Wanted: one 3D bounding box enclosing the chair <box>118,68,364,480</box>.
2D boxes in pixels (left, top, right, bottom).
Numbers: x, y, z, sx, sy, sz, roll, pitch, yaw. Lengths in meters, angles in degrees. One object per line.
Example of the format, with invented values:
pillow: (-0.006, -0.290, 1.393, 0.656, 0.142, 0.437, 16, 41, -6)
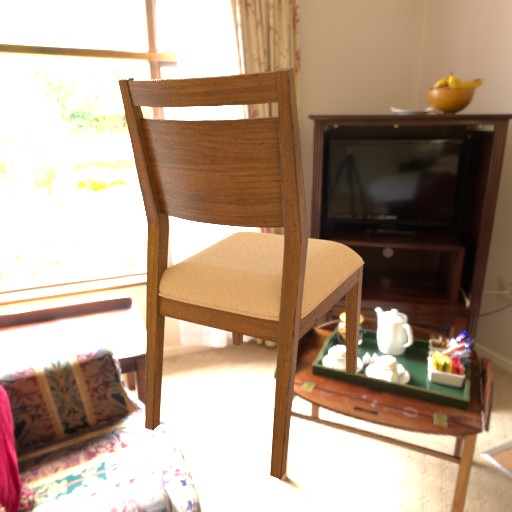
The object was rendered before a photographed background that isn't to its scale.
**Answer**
chair: (0.000, 0.000, 1.289, 0.497, 0.939, 0.610, 8, 18, 26)
